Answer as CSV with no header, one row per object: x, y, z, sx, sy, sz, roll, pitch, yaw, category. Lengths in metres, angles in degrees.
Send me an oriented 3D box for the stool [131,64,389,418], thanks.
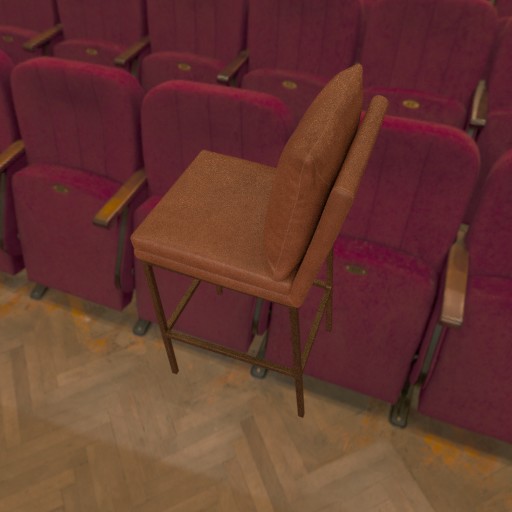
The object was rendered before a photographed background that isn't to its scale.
0.000,0.000,1.421,0.571,1.124,0.463,16,49,14,stool
